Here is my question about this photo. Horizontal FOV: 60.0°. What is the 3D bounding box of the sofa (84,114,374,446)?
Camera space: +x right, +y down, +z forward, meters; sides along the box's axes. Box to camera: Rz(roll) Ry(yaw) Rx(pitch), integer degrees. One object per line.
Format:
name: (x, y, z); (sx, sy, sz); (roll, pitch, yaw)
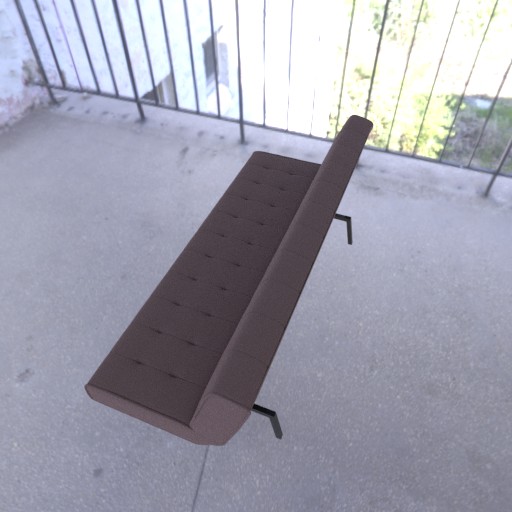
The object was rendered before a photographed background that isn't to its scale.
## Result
sofa: (0.000, 0.000, 2.114); (0.747, 0.699, 1.703); (16, 49, 15)
